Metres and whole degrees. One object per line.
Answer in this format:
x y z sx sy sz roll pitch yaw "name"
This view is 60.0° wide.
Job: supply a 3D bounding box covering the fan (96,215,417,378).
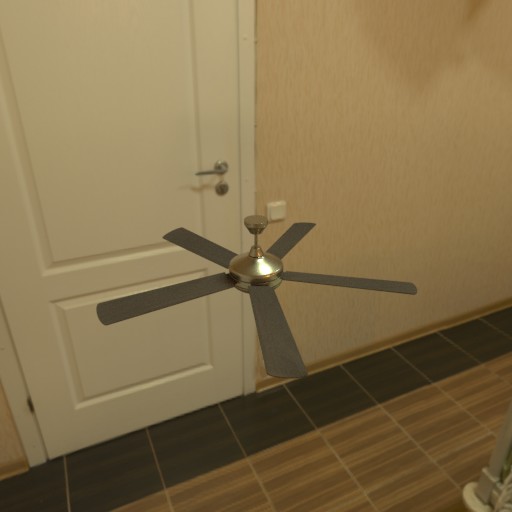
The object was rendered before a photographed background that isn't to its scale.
0.000 0.000 1.998 1.321 0.356 1.321 18 32 32 "fan"
